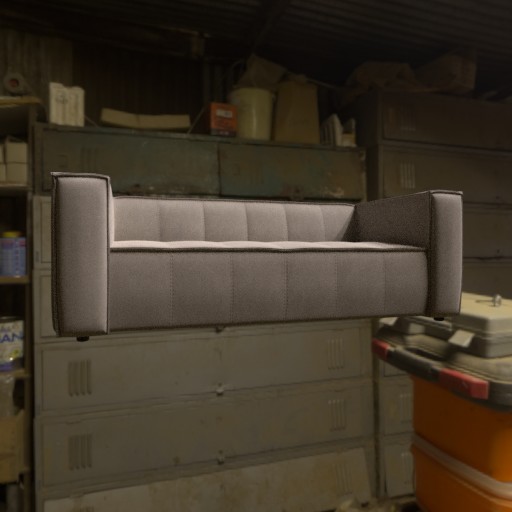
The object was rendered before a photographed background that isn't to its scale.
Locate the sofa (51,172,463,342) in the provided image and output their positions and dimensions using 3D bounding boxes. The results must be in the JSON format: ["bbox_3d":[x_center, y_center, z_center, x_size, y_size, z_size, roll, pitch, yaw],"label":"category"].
[{"bbox_3d":[0.000,0.000,2.464,1.995,0.680,1.038,0,1,-17],"label":"sofa"}]
